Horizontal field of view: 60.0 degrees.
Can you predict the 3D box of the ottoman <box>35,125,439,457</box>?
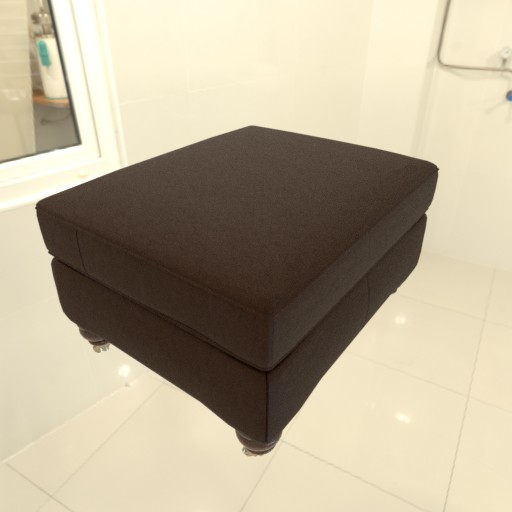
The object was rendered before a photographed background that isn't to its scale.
[{"bbox_3d":[0.000,0.000,1.754,0.967,0.730,1.187,21,37,31],"label":"ottoman"}]
